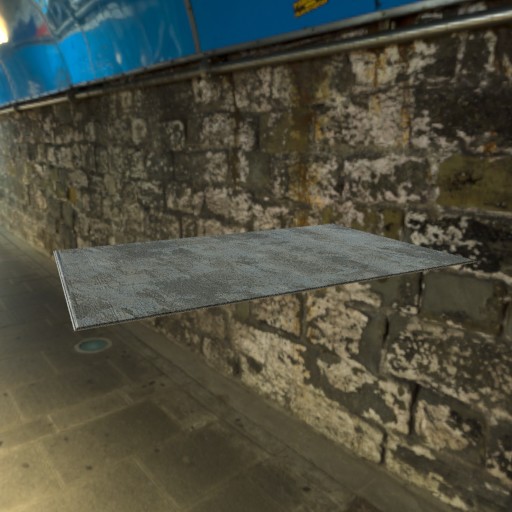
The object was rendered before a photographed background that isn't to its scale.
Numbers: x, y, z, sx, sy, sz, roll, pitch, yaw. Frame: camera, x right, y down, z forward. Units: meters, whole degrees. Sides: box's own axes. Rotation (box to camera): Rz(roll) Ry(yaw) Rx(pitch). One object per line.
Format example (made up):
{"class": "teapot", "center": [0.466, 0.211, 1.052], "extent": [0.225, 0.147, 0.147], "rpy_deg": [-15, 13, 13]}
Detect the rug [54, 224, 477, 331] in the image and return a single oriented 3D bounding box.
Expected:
{"class": "rug", "center": [0.000, 0.000, 3.000], "extent": [2.431, 0.012, 1.536], "rpy_deg": [-7, 16, -26]}
